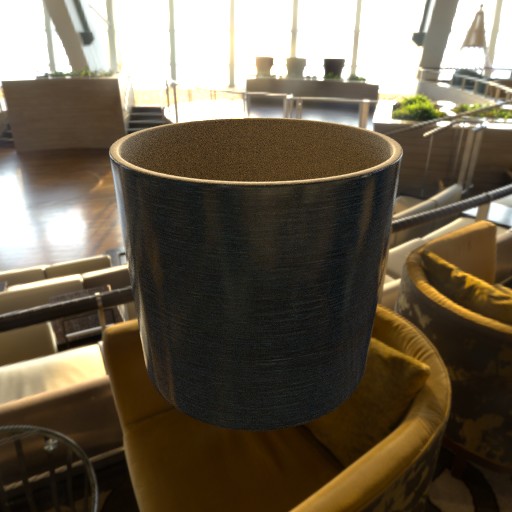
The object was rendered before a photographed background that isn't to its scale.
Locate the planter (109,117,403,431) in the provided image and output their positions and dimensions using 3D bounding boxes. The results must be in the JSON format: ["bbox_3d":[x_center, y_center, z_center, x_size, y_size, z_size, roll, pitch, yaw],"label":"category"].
[{"bbox_3d":[0.000,0.000,0.393,0.221,0.201,0.221,0,27,0],"label":"planter"}]
